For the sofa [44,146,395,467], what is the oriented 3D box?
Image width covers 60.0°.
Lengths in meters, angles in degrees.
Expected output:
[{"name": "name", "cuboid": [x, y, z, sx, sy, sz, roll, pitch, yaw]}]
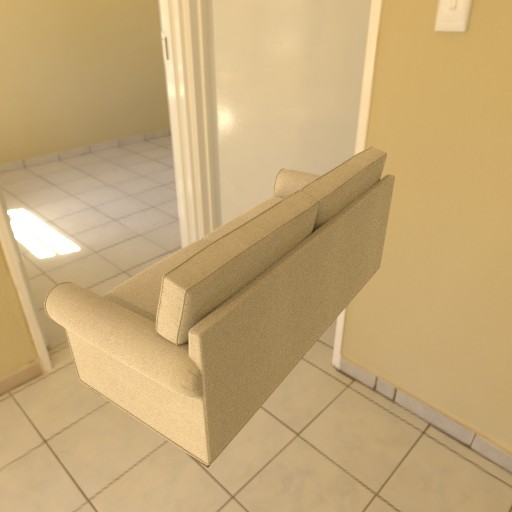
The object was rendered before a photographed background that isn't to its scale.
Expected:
[{"name": "sofa", "cuboid": [0.000, 0.000, 2.610, 0.901, 0.962, 2.146, 19, 35, 29]}]
